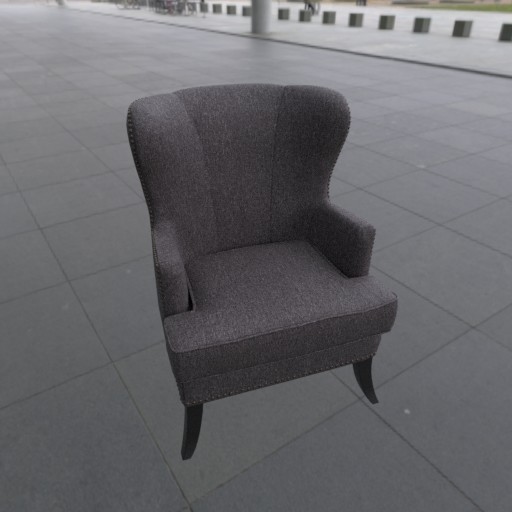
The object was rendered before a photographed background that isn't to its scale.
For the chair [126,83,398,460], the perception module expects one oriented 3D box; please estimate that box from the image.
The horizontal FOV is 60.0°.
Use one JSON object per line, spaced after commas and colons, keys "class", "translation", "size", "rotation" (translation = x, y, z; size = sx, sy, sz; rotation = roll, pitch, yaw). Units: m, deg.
{"class": "chair", "translation": [0.000, 0.000, 1.601], "size": [0.759, 1.060, 0.758], "rotation": [-10, 33, -16]}
